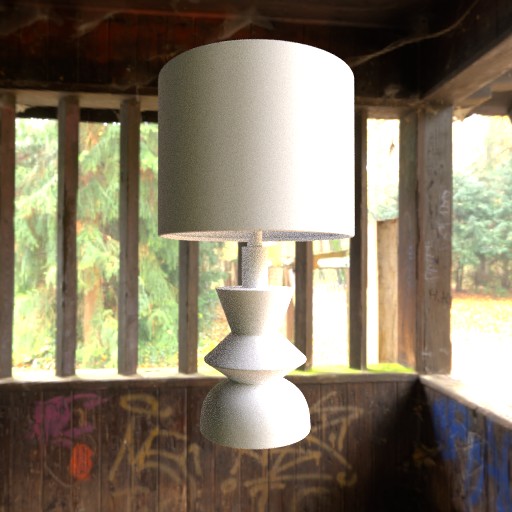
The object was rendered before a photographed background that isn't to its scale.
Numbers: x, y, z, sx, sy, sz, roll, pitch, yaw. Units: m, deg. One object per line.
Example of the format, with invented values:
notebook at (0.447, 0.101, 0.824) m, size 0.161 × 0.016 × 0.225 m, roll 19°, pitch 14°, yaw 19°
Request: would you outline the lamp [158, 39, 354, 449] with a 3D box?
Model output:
lamp at (0.000, 0.000, 0.695) m, size 0.301 × 0.533 × 0.301 m, roll 1°, pitch -1°, yaw -35°
